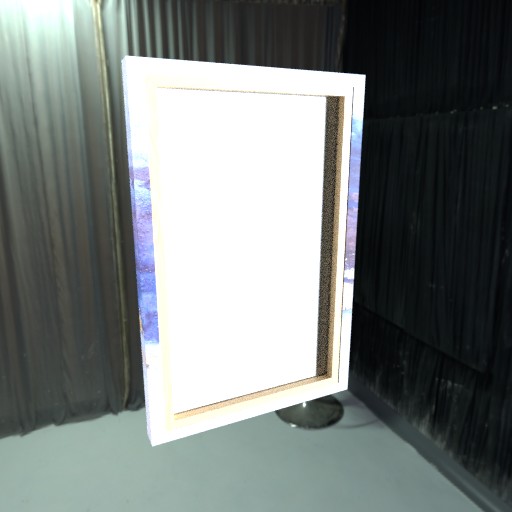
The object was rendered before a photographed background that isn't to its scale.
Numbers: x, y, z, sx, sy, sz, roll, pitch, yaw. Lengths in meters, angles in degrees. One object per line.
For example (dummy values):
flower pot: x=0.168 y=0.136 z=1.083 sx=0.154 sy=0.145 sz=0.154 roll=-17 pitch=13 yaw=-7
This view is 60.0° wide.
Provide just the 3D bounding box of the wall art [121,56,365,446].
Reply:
wall art: x=0.000 y=0.000 z=1.109 sx=0.583 sy=0.874 sz=0.048 roll=-7 pitch=16 yaw=-25
